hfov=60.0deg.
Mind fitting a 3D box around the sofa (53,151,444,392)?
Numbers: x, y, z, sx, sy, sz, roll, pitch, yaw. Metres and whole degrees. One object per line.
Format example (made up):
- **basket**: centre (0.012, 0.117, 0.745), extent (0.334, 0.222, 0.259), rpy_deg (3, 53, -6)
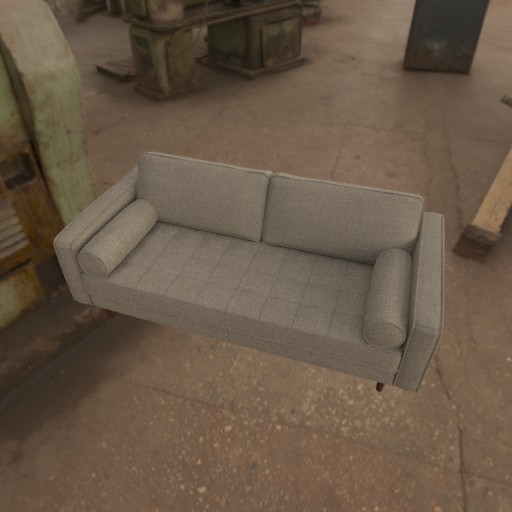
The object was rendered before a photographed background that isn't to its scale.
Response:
- **sofa**: centre (0.000, 0.000, 2.413), extent (1.879, 0.762, 0.914), rpy_deg (12, 41, 14)
